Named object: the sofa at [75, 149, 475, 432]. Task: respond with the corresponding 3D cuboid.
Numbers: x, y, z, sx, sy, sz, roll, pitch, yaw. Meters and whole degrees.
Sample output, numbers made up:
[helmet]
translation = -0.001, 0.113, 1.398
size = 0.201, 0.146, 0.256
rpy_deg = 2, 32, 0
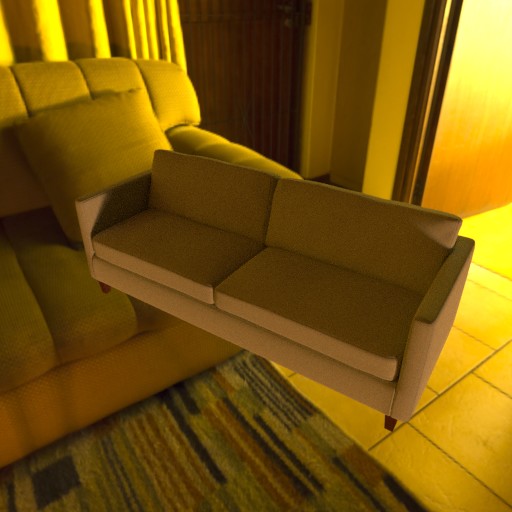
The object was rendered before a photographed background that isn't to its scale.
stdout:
[sofa]
translation = 0.000, 0.000, 2.912
size = 2.434, 0.965, 0.948
rpy_deg = 19, 36, 28
